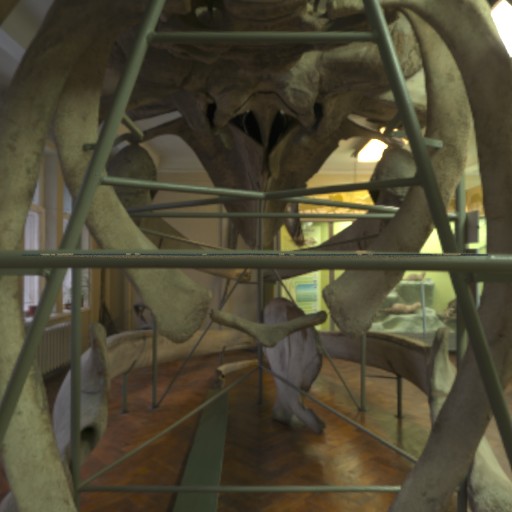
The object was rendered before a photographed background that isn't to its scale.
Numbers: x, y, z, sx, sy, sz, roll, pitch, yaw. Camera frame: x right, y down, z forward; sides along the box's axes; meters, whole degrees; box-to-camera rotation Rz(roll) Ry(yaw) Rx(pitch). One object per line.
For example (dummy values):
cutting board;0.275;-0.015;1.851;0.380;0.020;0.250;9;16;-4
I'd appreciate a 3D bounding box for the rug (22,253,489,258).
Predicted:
rug;0.000;0.000;2.759;2.135;0.013;1.524;0;-1;1
